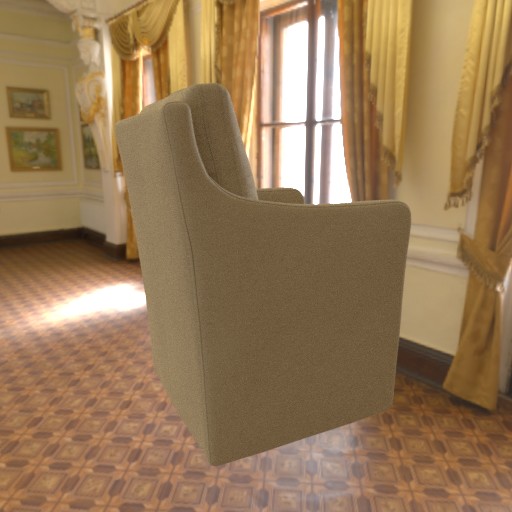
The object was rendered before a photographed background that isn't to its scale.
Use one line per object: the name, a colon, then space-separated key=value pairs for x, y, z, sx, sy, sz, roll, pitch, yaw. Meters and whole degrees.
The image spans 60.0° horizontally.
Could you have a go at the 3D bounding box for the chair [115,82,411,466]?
chair: x=0.000 y=0.000 z=1.353 sx=0.694 sy=0.914 sz=0.626 roll=-6 pitch=14 yaw=-26
